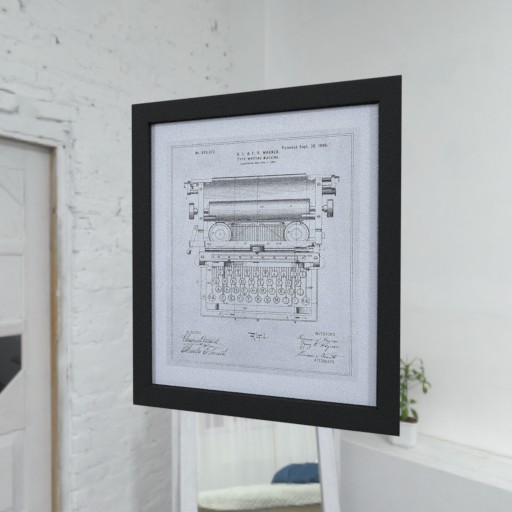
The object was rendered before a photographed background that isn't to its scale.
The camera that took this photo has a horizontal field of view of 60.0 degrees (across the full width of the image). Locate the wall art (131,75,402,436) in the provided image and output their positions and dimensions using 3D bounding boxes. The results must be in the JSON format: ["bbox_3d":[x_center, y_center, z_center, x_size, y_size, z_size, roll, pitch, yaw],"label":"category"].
[{"bbox_3d":[0.000,0.000,0.695,0.432,0.508,0.021,0,1,17],"label":"wall art"}]
